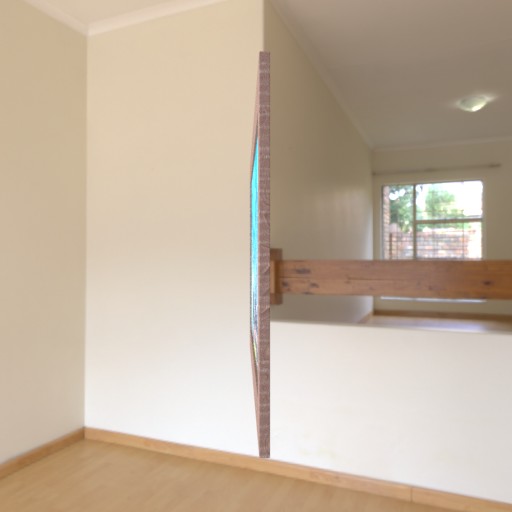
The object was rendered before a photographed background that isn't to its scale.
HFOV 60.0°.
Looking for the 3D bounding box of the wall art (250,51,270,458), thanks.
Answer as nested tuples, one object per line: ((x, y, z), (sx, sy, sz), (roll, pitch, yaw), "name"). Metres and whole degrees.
((0.000, 0.000, 1.354), (0.020, 0.761, 1.056), (0, 0, -2), "wall art")
